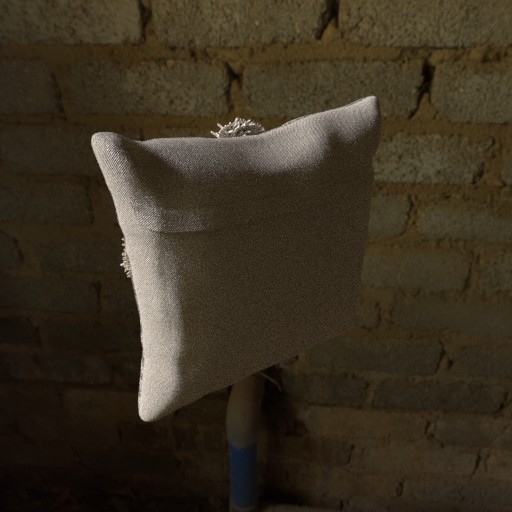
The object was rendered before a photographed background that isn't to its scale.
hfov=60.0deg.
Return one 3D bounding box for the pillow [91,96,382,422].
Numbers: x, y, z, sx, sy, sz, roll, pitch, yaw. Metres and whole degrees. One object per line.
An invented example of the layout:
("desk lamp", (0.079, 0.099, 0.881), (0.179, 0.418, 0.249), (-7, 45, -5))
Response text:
("pillow", (0.000, 0.000, 0.765), (0.484, 0.490, 0.234), (-17, 33, -28))
